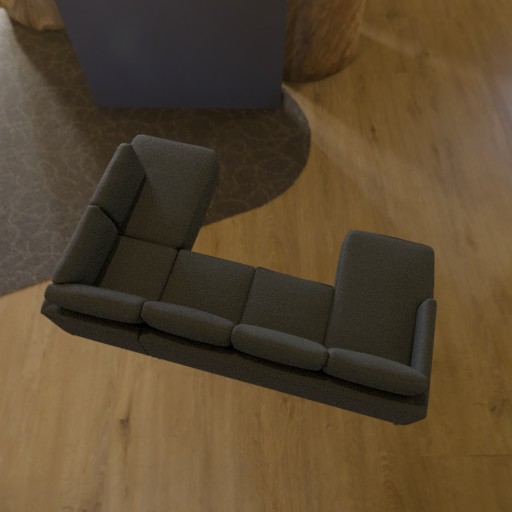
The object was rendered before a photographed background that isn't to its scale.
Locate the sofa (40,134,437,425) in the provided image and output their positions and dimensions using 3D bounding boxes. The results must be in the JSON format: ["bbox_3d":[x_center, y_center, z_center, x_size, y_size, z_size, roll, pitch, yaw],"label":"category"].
[{"bbox_3d":[0.000,0.000,3.784,2.975,0.858,1.984,13,64,7],"label":"sofa"}]
